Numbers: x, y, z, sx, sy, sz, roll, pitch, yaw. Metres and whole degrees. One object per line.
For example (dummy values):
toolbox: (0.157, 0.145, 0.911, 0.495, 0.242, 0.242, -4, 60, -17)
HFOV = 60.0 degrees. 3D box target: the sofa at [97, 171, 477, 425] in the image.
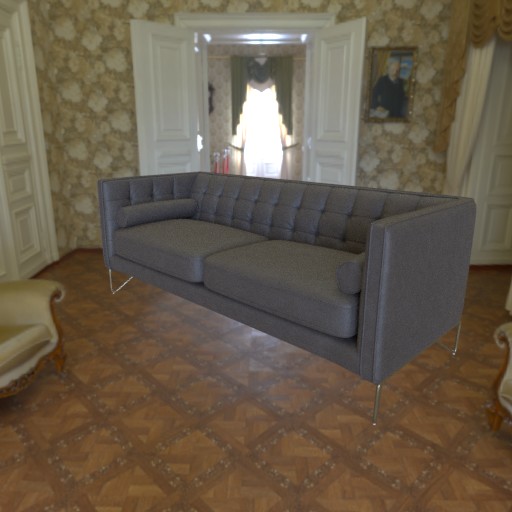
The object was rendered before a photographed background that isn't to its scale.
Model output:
sofa: (0.000, 0.000, 2.532, 2.087, 0.789, 0.867, 15, 21, 43)
